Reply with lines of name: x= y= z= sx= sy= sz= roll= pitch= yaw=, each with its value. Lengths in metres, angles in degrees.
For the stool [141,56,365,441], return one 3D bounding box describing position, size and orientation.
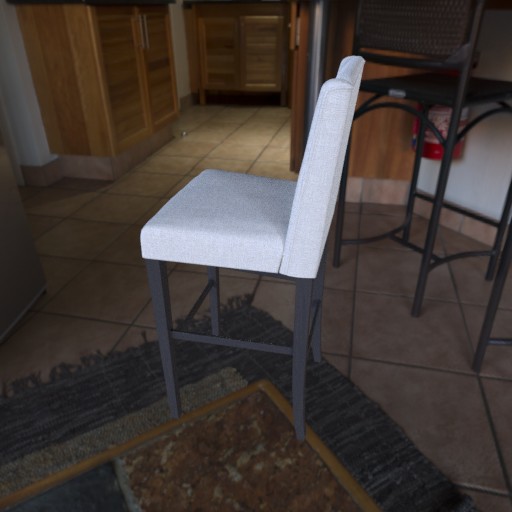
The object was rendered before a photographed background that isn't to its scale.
stool: x=0.000 y=0.000 z=1.373 sx=0.509 sy=1.116 sz=0.474 roll=8 pitch=31 yaw=13
